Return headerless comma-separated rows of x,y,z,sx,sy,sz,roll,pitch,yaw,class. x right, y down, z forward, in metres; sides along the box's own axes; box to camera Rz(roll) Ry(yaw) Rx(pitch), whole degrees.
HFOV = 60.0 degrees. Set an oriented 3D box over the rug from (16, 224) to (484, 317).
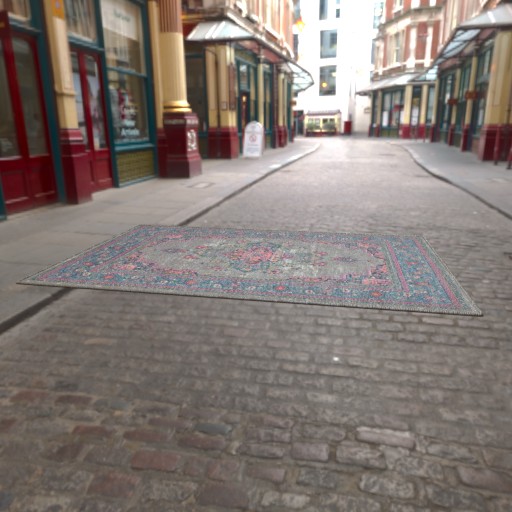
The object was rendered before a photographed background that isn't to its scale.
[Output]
0.000,0.000,2.152,1.748,0.014,1.144,3,16,10,rug
